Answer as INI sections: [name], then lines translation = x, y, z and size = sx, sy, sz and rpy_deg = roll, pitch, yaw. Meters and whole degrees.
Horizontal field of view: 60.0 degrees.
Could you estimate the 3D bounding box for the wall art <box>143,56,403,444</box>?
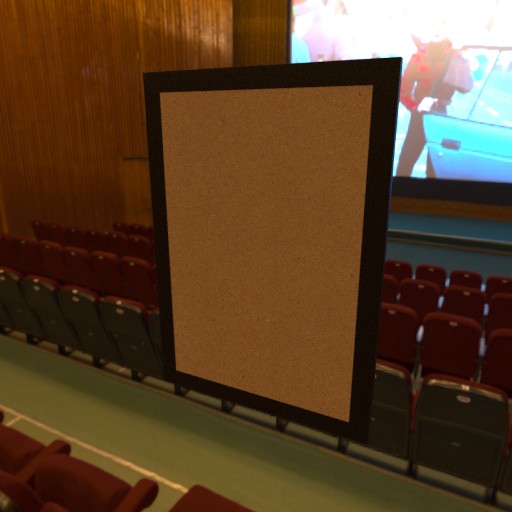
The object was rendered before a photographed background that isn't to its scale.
[wall art]
translation = 0.000, 0.000, 0.673
size = 0.381, 0.534, 0.013
rpy_deg = 8, 19, 26
